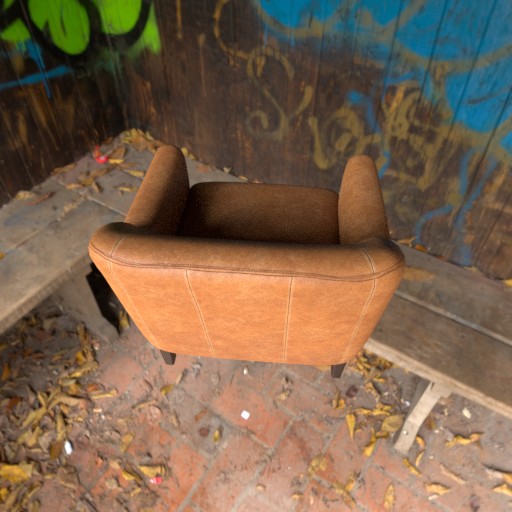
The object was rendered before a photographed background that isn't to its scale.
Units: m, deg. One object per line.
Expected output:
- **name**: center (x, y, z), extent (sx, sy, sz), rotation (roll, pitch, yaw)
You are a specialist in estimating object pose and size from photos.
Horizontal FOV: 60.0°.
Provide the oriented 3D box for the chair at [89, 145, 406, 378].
- **chair**: center (0.000, 0.000, 1.864), extent (1.037, 0.980, 1.034), rotation (4, 46, 4)
